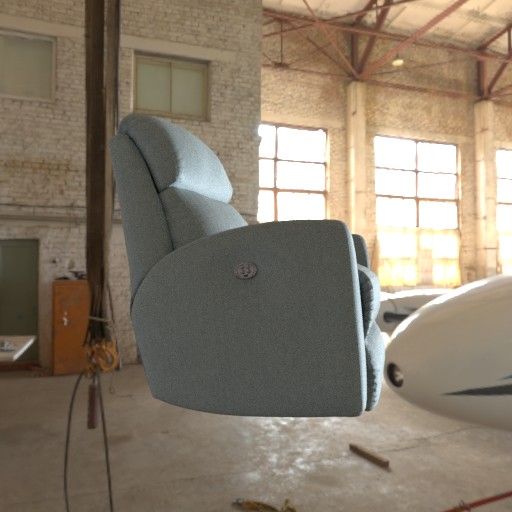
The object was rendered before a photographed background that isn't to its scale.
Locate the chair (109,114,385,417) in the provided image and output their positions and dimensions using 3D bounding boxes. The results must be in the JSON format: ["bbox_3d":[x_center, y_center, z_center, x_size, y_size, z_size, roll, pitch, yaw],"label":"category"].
[{"bbox_3d":[0.000,0.000,1.708,0.940,1.016,0.794,-1,-2,18],"label":"chair"}]
